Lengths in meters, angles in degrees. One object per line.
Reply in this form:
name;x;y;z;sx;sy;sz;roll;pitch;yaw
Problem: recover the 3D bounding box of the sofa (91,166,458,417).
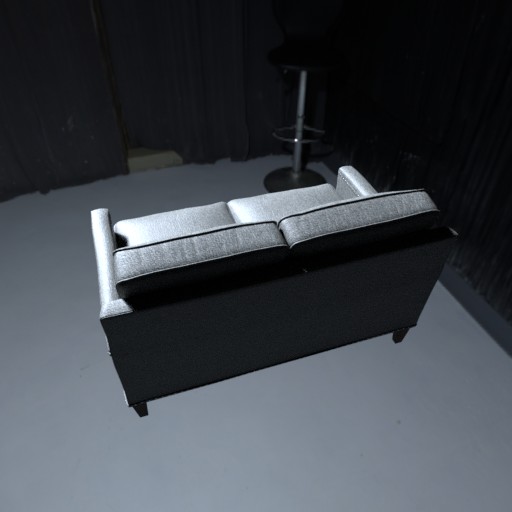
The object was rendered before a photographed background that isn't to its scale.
sofa;0.000;0.000;2.335;1.597;1.003;1.084;-12;43;-14
